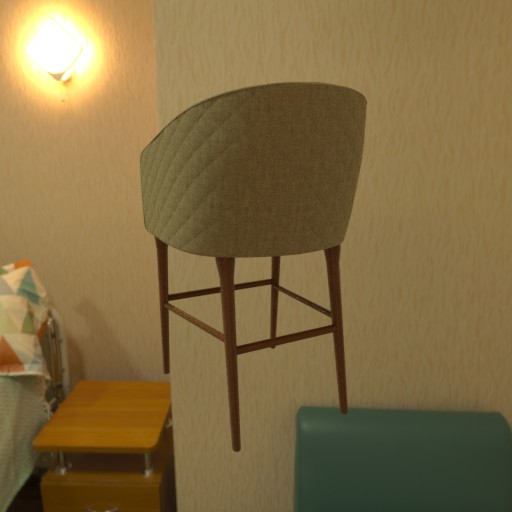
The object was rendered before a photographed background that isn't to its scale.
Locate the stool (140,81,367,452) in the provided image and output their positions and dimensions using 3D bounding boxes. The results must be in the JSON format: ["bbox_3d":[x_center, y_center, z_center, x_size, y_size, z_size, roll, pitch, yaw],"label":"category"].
[{"bbox_3d":[0.000,0.000,1.395,0.559,0.952,0.635,-7,15,-27],"label":"stool"}]
